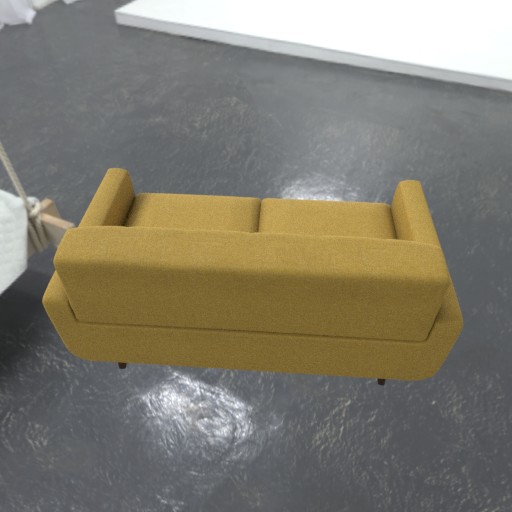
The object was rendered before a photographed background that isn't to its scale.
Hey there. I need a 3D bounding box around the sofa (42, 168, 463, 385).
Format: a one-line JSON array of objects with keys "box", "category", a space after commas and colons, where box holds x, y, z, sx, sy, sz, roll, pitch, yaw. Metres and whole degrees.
[{"box": [0.000, 0.000, 2.102, 1.631, 0.841, 0.909, 3, 46, 3], "category": "sofa"}]
